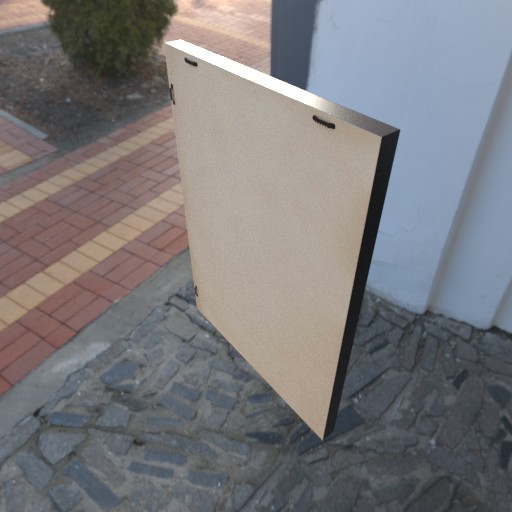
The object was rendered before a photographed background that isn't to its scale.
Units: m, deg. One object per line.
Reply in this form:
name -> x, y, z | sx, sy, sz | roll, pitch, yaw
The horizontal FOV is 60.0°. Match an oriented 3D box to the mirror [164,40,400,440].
mirror -> 0.000, 0.000, 0.902 | 0.040, 0.710, 0.507 | -27, 47, -28
